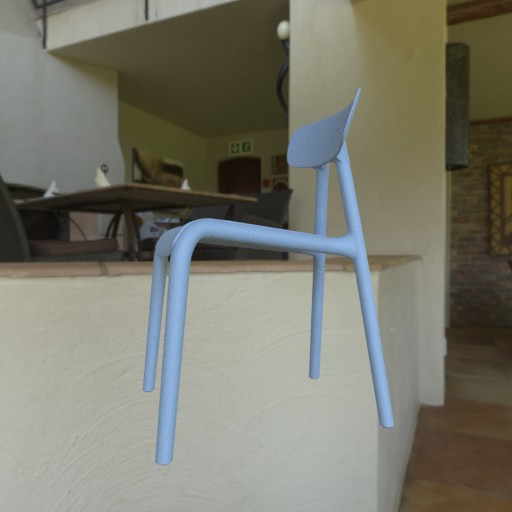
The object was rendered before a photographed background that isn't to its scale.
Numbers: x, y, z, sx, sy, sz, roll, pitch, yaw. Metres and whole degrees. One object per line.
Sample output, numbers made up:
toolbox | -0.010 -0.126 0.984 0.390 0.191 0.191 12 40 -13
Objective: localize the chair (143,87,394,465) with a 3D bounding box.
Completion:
chair | 0.000 0.000 0.838 0.401 0.580 0.356 0 1 -17
